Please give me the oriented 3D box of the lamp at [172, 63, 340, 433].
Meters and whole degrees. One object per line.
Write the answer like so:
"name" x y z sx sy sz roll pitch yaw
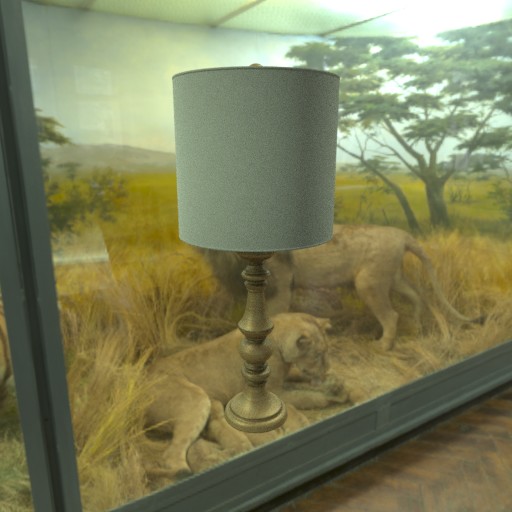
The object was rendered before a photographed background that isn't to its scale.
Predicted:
"lamp" 0.000 0.000 0.740 0.250 0.597 0.250 7 16 26
